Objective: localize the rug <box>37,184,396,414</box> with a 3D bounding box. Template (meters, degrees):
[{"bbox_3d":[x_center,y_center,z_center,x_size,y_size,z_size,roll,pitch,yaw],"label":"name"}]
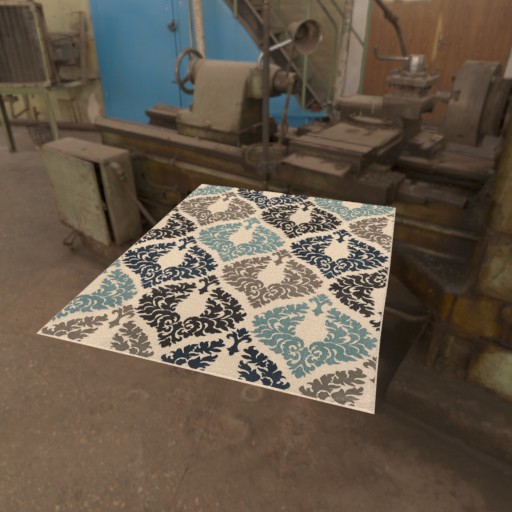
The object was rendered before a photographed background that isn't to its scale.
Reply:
[{"bbox_3d":[0.000,0.000,4.168,2.423,0.014,3.040,9,32,15],"label":"rug"}]
